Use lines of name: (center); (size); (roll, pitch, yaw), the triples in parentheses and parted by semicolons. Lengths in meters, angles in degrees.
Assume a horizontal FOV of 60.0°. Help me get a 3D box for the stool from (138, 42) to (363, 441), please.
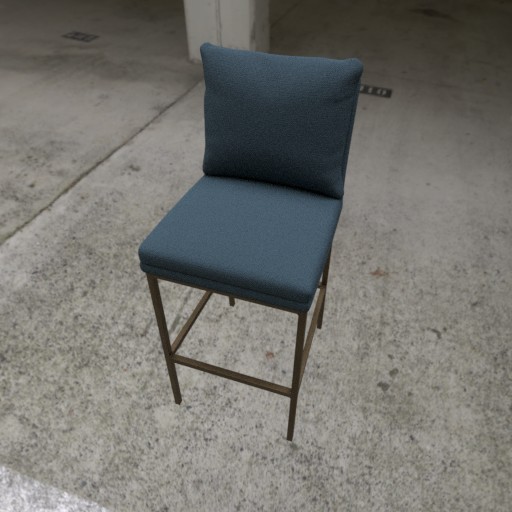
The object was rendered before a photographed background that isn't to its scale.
stool: (0.000, 0.000, 1.394); (0.463, 1.124, 0.568); (13, 43, 14)
